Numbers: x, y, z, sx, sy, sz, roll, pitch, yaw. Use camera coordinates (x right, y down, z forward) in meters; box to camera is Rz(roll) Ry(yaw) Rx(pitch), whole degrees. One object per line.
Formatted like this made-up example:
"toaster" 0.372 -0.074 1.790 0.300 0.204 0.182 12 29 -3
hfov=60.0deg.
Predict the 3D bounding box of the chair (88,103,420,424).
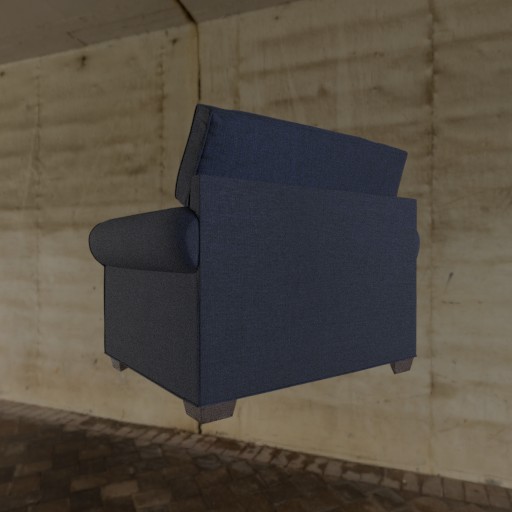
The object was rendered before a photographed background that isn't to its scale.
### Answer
"chair" 0.000 0.000 2.063 1.285 1.044 0.963 0 1 -36
